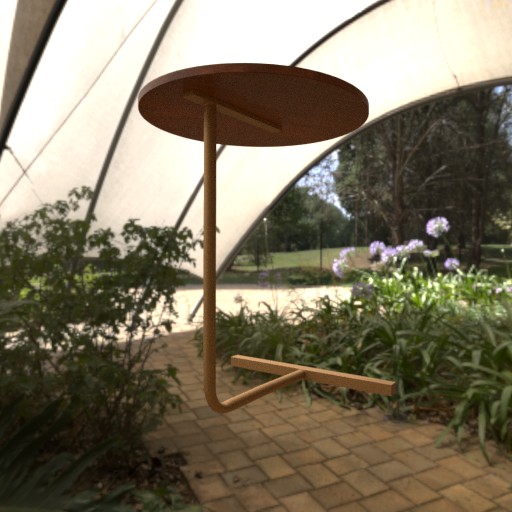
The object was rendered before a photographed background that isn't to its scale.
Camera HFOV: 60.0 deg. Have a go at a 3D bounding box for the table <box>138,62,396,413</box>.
[{"bbox_3d":[0.000,0.000,1.089,0.530,0.706,0.577,0,0,36],"label":"table"}]
